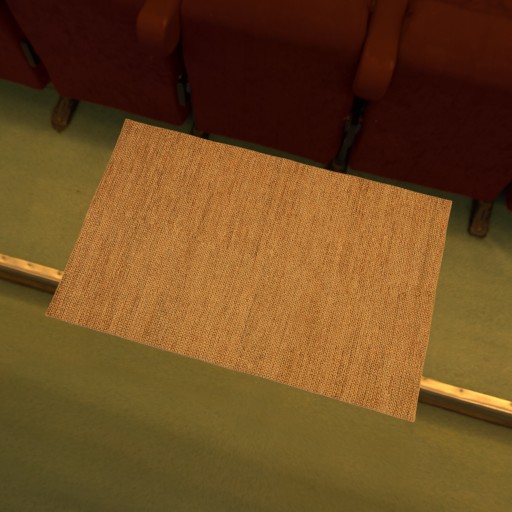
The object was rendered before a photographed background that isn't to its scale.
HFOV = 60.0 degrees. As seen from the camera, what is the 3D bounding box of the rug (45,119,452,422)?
[{"bbox_3d":[0.000,0.000,3.004,2.438,0.034,1.521,15,75,4],"label":"rug"}]
